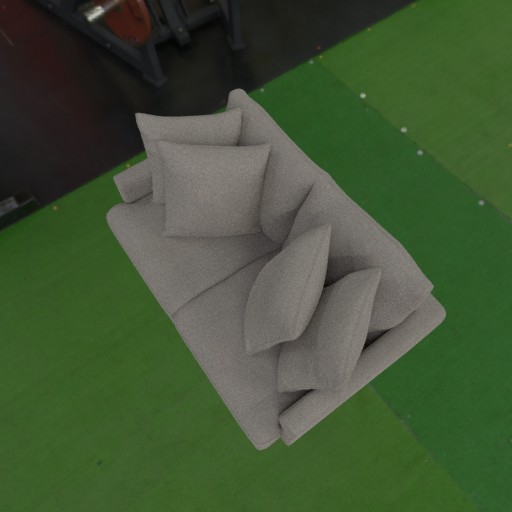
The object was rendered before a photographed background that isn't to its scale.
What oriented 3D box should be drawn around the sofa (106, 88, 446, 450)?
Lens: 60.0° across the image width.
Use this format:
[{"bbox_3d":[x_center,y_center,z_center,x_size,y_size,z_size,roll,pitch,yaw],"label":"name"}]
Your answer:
[{"bbox_3d":[0.000,0.000,2.637,1.228,1.080,1.869,-33,68,-15],"label":"sofa"}]
